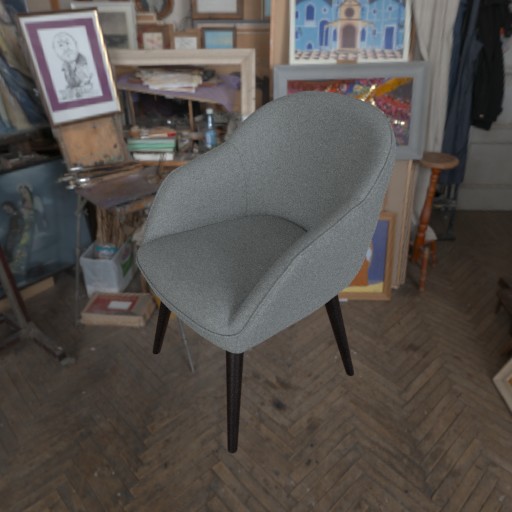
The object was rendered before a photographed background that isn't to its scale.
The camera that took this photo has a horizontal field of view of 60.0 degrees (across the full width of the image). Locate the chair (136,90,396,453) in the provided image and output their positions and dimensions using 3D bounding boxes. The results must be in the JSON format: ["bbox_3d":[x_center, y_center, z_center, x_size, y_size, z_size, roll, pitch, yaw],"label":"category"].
[{"bbox_3d":[0.000,0.000,1.266,0.611,0.810,0.589,-21,38,-31],"label":"chair"}]
